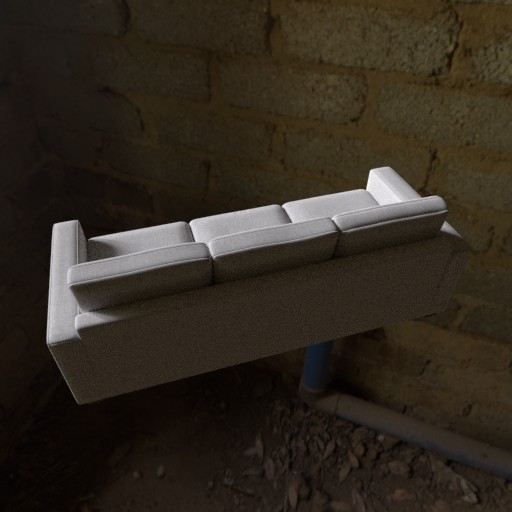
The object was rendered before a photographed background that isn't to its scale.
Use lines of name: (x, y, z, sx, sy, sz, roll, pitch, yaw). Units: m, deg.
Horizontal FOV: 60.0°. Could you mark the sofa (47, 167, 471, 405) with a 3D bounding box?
sofa: (0.000, 0.000, 2.502, 2.120, 0.800, 0.900, -12, 43, -13)
